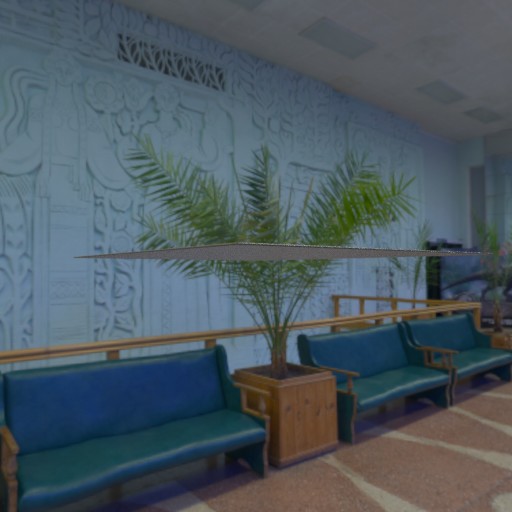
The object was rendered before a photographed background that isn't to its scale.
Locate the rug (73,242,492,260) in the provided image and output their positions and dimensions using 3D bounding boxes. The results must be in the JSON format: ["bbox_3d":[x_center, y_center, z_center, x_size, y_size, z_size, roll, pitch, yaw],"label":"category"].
[{"bbox_3d":[0.000,0.000,4.037,2.434,0.013,3.057,1,-2,-36],"label":"rug"}]
